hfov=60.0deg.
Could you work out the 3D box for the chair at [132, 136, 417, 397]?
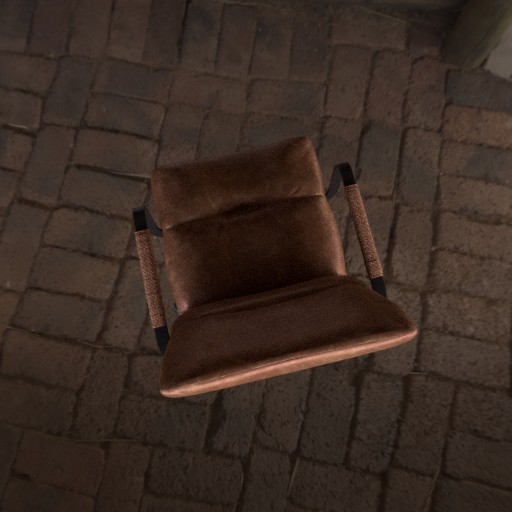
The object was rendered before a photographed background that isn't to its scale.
[{"bbox_3d":[0.000,0.000,1.456,0.727,0.922,0.754,-13,76,-3],"label":"chair"}]
